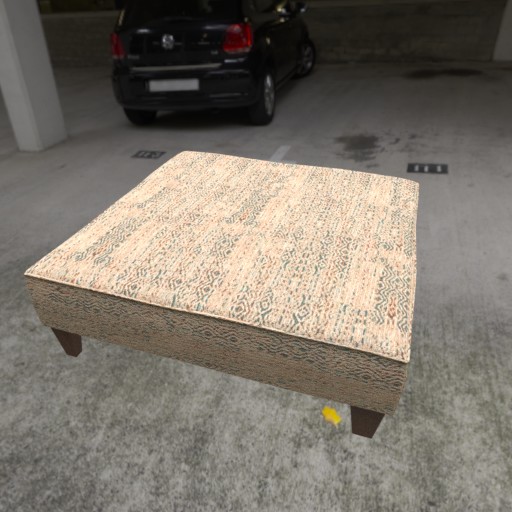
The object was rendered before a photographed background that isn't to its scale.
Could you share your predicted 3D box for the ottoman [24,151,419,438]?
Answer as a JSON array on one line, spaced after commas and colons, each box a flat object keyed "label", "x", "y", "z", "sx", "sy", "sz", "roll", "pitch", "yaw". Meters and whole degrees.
[{"label": "ottoman", "x": 0.000, "y": 0.000, "z": 1.504, "sx": 1.004, "sy": 0.356, "sz": 0.968, "roll": 10, "pitch": 35, "yaw": 15}]
